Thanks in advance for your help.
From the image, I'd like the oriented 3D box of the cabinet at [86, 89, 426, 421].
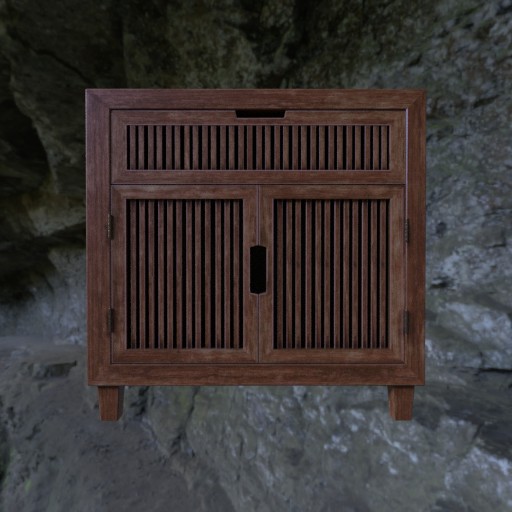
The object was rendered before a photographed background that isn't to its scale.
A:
[{"bbox_3d":[0.000,0.000,1.240,0.796,0.785,0.412,0,1,0],"label":"cabinet"}]
